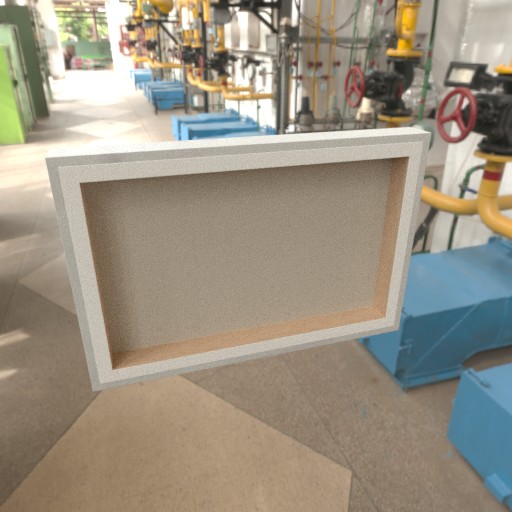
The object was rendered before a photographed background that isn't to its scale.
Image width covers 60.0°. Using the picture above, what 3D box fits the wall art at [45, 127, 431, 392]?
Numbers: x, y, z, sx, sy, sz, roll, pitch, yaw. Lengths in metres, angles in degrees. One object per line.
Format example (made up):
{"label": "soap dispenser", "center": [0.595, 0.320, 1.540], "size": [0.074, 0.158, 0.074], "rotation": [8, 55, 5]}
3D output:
{"label": "wall art", "center": [0.000, 0.000, 0.492], "size": [0.381, 0.254, 0.038], "rotation": [-8, 27, -16]}
